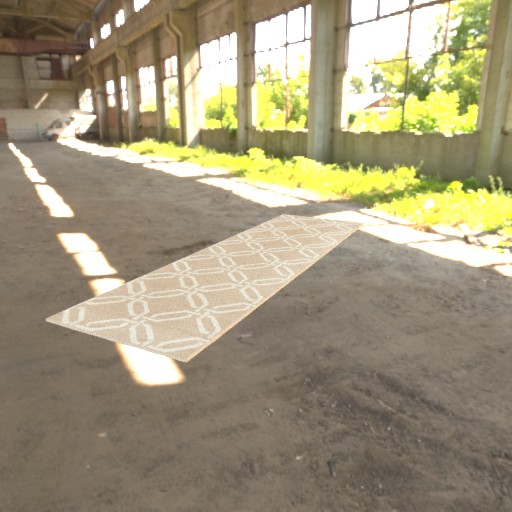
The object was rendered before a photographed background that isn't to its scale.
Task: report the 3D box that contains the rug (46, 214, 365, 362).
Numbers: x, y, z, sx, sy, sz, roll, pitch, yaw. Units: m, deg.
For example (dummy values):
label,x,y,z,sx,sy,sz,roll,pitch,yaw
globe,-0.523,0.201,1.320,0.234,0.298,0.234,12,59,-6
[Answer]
label,x,y,z,sx,sy,sz,roll,pitch,yaw
rug,0.000,0.000,2.548,0.678,0.014,2.276,9,19,26
